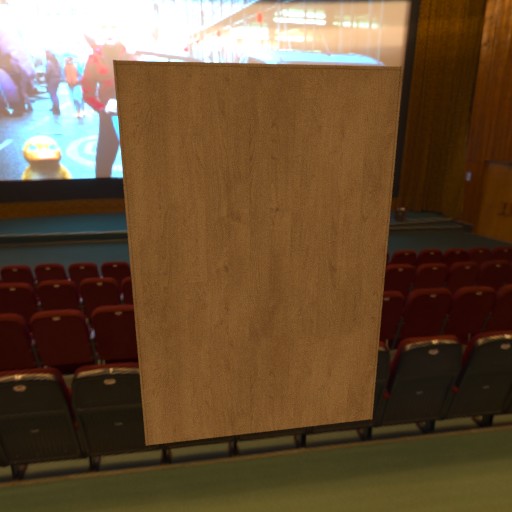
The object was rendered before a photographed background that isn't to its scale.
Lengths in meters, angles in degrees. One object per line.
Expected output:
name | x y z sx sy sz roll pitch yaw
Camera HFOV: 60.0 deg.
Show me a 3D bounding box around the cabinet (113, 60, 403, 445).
cabinet | 0.000 0.000 2.452 1.290 1.910 0.510 -3 17 -9
